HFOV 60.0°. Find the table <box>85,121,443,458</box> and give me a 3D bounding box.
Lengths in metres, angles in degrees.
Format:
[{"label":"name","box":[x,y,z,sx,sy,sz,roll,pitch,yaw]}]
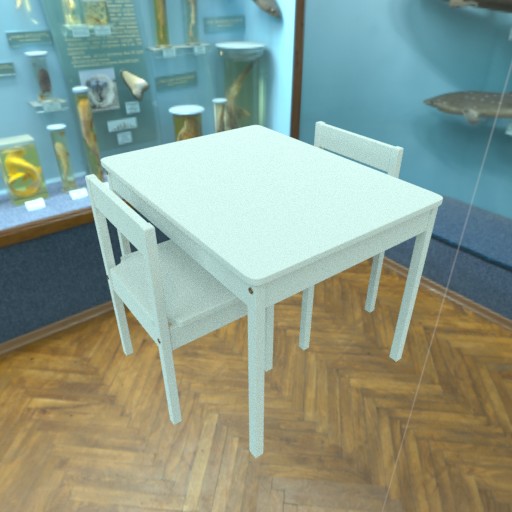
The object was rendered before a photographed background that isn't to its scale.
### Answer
[{"label":"table","box":[0.000,0.000,1.122,0.672,0.503,0.650,-22,39,-30]}]
